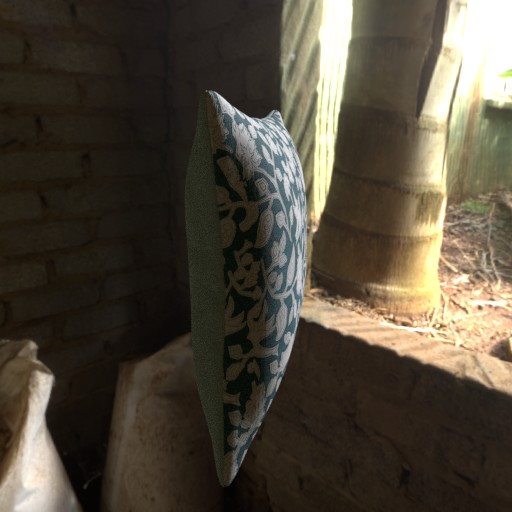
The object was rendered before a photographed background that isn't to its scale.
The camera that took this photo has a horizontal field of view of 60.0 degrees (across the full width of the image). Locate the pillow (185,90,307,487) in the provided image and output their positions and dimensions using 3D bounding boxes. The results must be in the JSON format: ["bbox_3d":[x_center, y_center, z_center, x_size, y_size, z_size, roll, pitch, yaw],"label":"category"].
[{"bbox_3d":[0.000,0.000,0.778,0.166,0.508,0.525,3,16,10],"label":"pillow"}]
